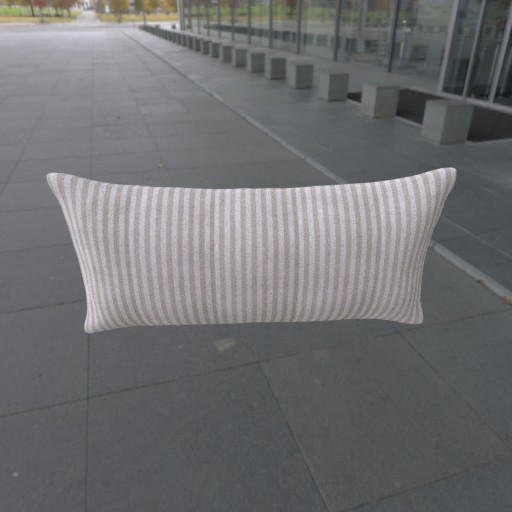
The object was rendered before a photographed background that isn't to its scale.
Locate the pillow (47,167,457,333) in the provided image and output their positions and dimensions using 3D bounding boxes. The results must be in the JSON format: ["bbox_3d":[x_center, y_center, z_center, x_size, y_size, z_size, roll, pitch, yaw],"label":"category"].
[{"bbox_3d":[0.000,0.000,0.736,0.617,0.295,0.151,-1,29,-2],"label":"pillow"}]
